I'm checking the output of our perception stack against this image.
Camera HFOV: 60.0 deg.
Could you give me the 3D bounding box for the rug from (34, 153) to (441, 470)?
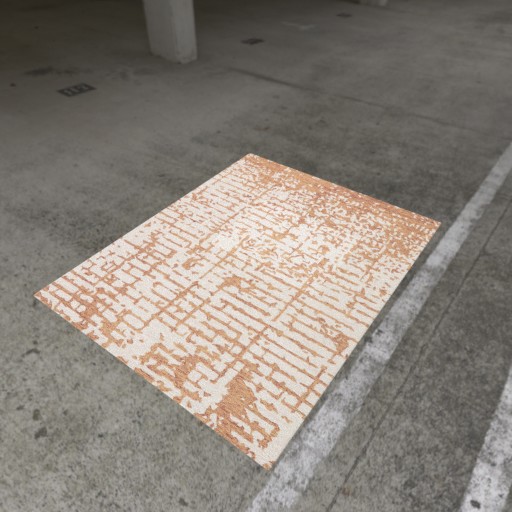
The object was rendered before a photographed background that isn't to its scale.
[{"bbox_3d":[0.000,0.000,4.129,2.441,0.011,3.050,26,48,26],"label":"rug"}]
